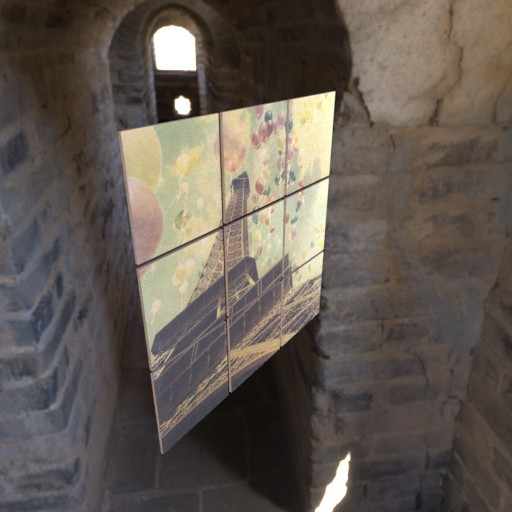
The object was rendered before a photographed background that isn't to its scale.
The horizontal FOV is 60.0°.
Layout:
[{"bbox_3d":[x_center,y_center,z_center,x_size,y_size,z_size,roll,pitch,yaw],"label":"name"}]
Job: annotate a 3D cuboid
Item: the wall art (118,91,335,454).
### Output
[{"bbox_3d":[0.000,0.000,1.881,0.013,1.218,1.219,18,31,32],"label":"wall art"}]
